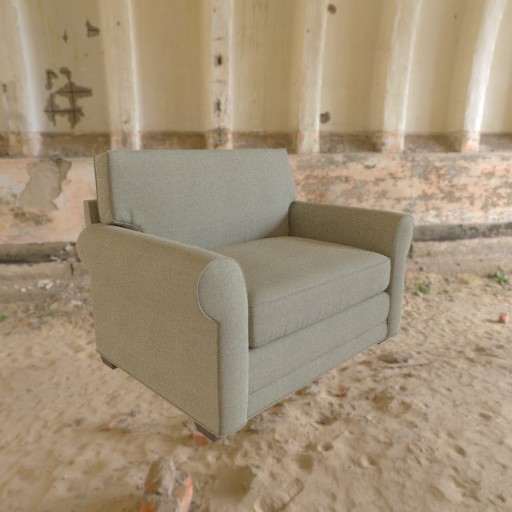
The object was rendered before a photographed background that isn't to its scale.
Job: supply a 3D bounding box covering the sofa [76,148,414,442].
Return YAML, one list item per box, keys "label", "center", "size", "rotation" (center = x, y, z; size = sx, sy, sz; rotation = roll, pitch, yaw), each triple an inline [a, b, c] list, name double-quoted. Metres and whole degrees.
- label: "sofa"
  center: [0.000, 0.000, 2.118]
  size: [1.405, 0.991, 0.936]
  rotation: [-14, 20, -43]
